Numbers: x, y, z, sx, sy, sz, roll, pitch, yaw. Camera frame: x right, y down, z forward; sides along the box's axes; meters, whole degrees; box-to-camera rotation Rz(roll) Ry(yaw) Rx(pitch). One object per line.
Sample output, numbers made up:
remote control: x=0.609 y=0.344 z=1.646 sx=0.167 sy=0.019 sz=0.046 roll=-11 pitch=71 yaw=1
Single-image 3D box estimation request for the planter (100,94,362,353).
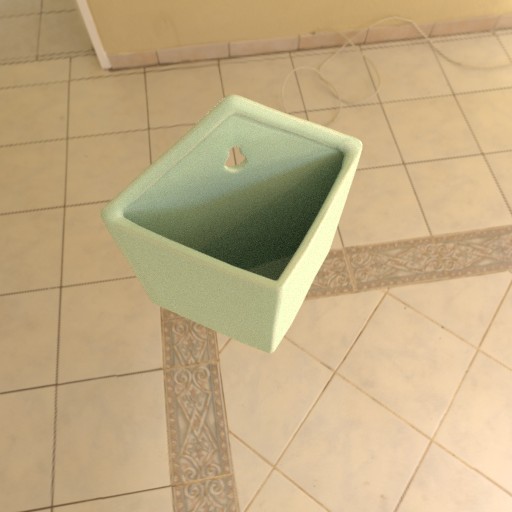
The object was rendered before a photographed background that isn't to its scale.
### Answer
planter: x=0.000 y=0.000 z=0.280 sx=0.164 sy=0.197 sz=0.079 roll=-17 pitch=65 yaw=-8
